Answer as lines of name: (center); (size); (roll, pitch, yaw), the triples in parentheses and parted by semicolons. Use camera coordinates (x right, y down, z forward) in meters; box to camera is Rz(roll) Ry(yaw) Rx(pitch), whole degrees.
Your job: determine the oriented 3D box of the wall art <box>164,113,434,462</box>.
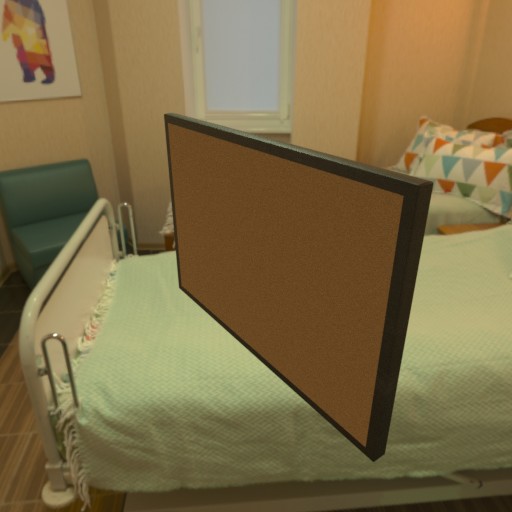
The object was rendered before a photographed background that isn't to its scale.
wall art: (0.000, 0.000, 1.154); (0.038, 0.612, 0.912); (-17, 31, -32)
